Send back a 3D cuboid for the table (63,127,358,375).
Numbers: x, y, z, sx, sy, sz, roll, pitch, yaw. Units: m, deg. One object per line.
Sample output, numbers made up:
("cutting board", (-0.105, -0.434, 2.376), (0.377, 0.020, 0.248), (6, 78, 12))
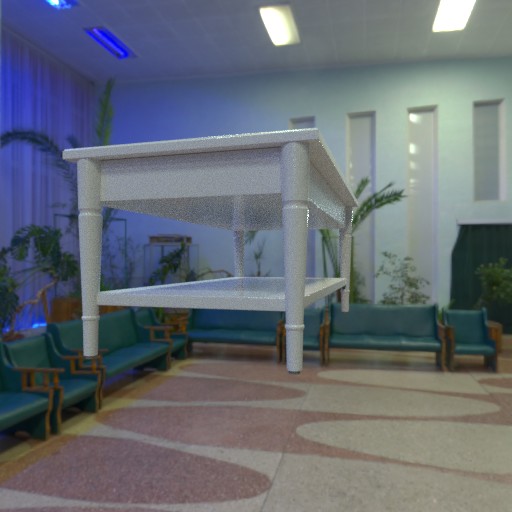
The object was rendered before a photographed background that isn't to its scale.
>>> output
("table", (0.000, 0.000, 1.393), (0.559, 0.457, 1.067), (0, -1, 17))
